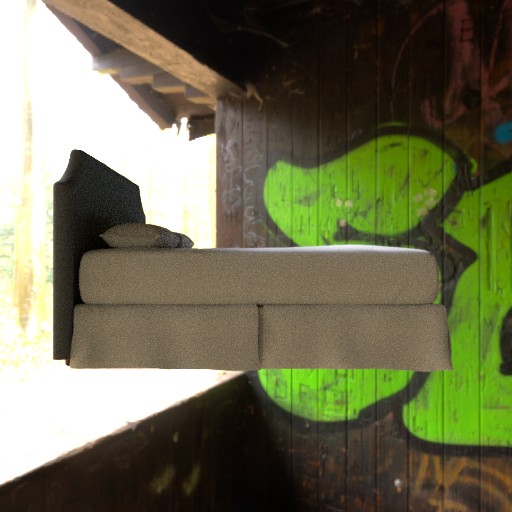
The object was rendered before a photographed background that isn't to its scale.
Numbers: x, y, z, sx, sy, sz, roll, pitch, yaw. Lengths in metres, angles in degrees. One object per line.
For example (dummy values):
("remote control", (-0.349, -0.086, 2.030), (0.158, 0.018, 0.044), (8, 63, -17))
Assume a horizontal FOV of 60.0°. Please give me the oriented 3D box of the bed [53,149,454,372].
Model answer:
("bed", (0.000, 0.000, 3.337), (2.259, 1.296, 1.811), (0, 0, 0))
